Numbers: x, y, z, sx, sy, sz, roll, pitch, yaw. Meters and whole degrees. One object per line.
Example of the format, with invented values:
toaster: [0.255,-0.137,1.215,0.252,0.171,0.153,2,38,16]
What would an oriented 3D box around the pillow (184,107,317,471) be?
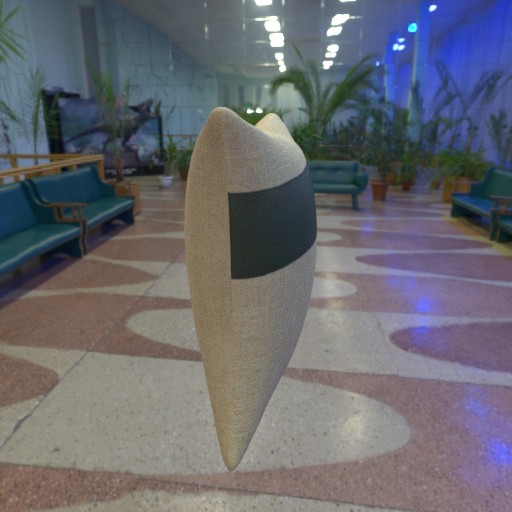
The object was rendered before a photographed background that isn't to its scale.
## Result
pillow: [0.000,0.000,0.641,0.173,0.399,0.414,2,17,8]
